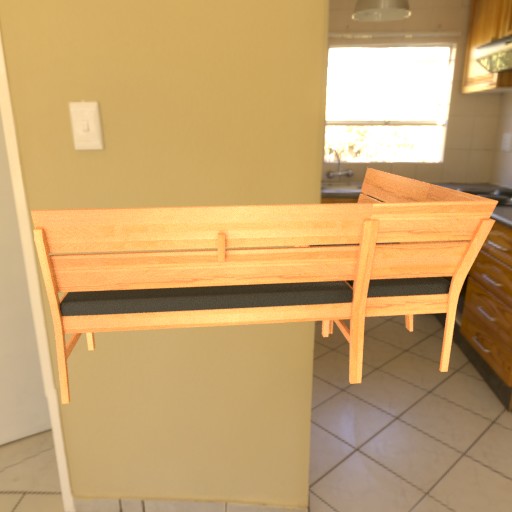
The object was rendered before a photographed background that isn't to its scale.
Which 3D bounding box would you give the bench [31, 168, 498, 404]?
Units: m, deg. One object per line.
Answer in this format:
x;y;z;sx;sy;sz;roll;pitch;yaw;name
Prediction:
0.000;0.000;2.688;1.948;0.890;1.548;-2;17;-7;bench
